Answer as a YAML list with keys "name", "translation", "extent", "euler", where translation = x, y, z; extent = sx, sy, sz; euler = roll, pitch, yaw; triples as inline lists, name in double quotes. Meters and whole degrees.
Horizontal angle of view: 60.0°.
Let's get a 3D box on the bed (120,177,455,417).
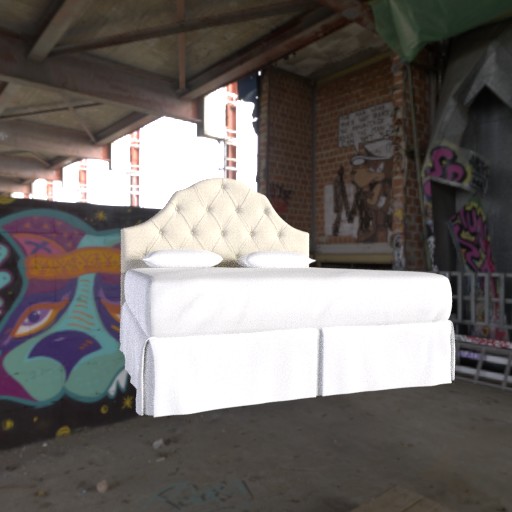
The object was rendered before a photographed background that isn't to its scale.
- name: "bed"
  translation: [0.000, 0.000, 3.505]
  extent: [2.008, 1.615, 2.214]
  euler: [0, 0, -19]
